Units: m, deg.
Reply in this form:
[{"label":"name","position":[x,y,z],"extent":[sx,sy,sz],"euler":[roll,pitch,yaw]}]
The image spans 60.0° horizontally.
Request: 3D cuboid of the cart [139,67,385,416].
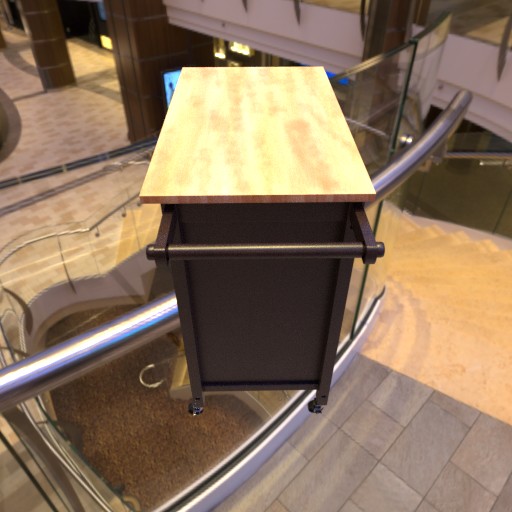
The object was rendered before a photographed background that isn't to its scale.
[{"label":"cart","position":[0.000,0.000,1.413],"extent":[0.472,0.878,0.914],"euler":[-1,40,-1]}]
